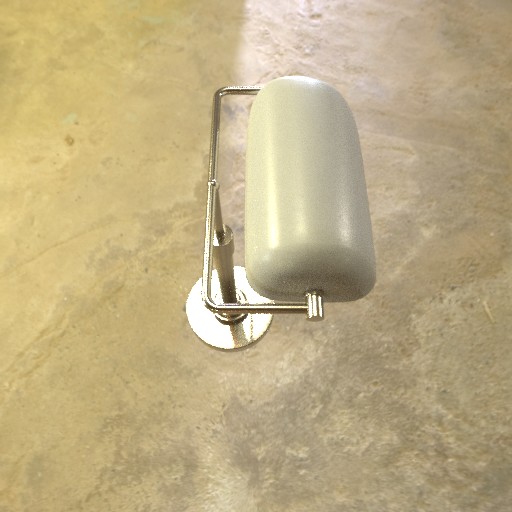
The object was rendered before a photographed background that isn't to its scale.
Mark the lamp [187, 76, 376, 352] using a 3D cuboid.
[{"bbox_3d":[0.000,0.000,0.562,0.227,0.404,0.269,0,63,0],"label":"lamp"}]
